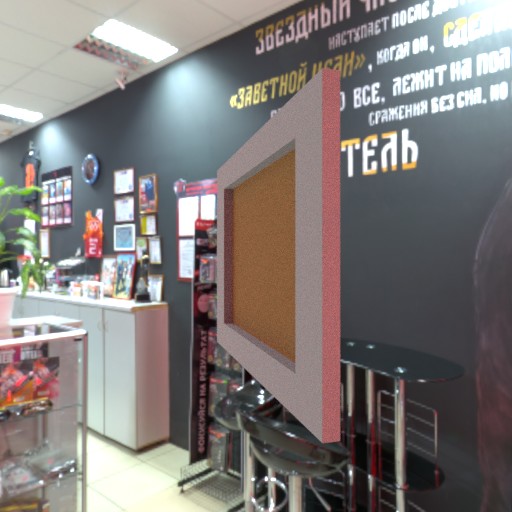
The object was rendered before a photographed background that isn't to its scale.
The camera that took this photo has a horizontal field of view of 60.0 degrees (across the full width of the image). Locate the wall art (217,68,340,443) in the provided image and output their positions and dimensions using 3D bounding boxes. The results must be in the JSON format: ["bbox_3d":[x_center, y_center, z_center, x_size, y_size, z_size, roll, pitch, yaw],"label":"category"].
[{"bbox_3d":[0.000,0.000,1.168,0.033,0.617,0.906,0,0,-16],"label":"wall art"}]
